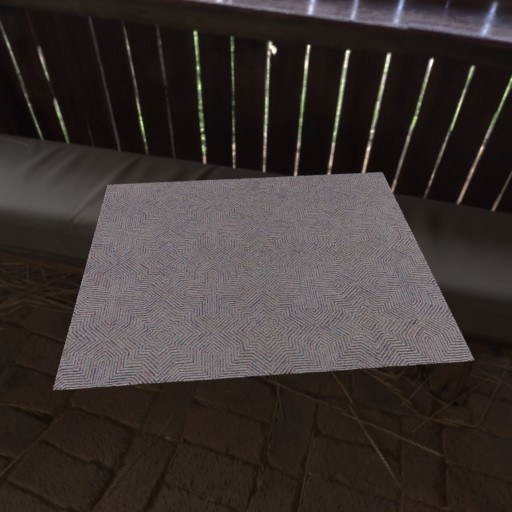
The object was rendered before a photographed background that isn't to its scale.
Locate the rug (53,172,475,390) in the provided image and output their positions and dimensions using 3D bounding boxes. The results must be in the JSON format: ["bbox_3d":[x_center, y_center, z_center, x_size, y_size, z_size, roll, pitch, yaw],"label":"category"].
[{"bbox_3d":[0.000,0.000,4.048,3.046,0.008,2.442,-3,45,-3],"label":"rug"}]
